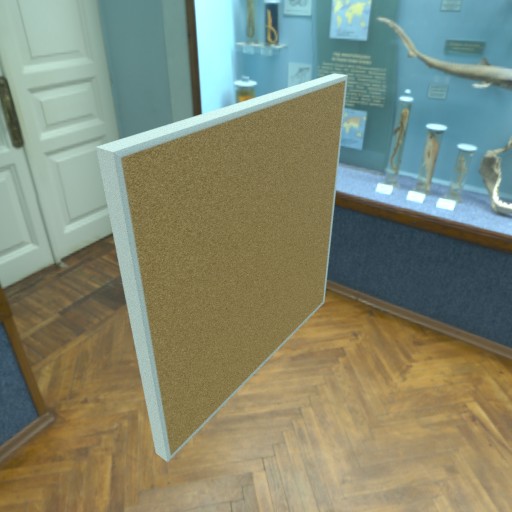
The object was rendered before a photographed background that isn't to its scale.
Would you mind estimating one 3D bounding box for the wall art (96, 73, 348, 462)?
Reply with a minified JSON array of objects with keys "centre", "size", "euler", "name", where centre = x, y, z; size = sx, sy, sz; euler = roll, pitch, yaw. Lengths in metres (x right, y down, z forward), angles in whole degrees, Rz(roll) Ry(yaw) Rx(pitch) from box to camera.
[{"centre":[0.000,0.000,1.131],"size":[0.041,0.765,0.768],"euler":[21,38,30],"name":"wall art"}]
